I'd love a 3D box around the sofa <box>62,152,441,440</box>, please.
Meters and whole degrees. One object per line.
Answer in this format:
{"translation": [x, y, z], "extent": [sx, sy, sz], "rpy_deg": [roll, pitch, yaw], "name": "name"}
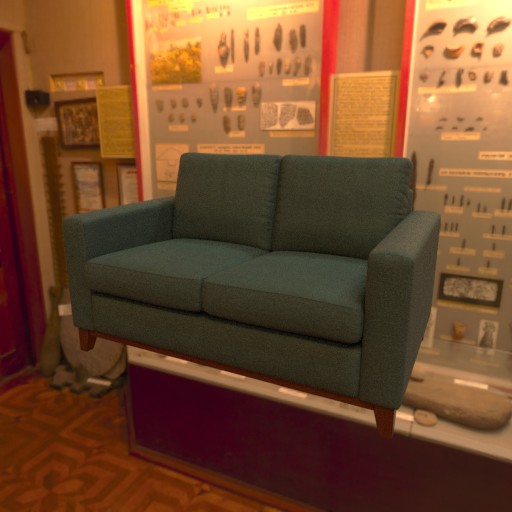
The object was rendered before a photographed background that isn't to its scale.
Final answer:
{"translation": [0.000, 0.000, 2.053], "extent": [1.489, 0.903, 0.955], "rpy_deg": [7, 17, 26], "name": "sofa"}
